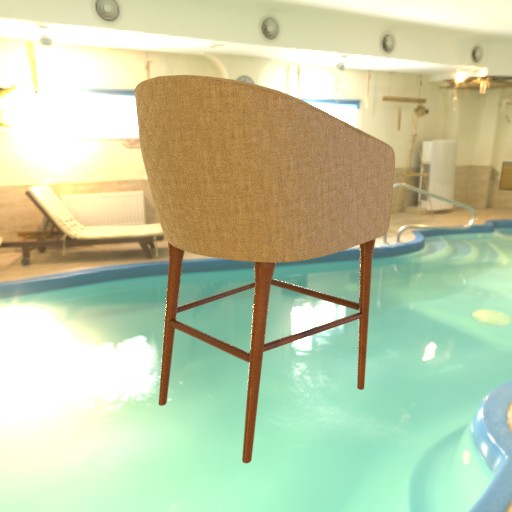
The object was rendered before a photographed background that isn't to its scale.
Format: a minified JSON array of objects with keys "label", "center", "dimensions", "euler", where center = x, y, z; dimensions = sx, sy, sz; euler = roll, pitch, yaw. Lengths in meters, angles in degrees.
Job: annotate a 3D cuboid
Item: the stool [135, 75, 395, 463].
[{"label":"stool","center":[0.000,0.000,1.329],"dimensions":[0.559,0.952,0.635],"euler":[14,20,41]}]
